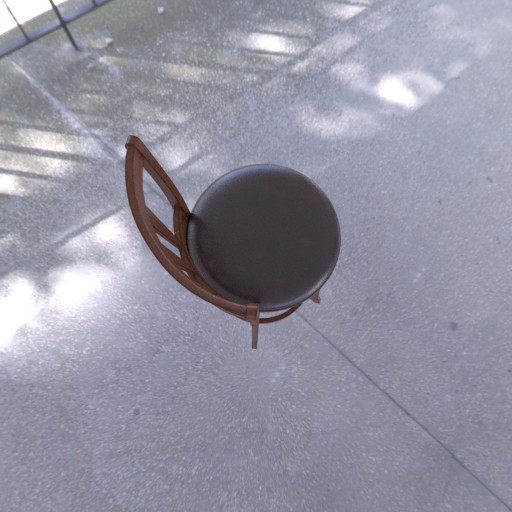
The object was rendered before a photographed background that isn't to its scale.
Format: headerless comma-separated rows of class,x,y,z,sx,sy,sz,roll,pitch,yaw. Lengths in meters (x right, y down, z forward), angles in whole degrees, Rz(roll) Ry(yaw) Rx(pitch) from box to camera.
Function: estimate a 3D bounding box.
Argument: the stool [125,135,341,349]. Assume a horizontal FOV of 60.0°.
stool,0.000,0.000,1.447,0.503,1.177,0.464,-34,77,-9
